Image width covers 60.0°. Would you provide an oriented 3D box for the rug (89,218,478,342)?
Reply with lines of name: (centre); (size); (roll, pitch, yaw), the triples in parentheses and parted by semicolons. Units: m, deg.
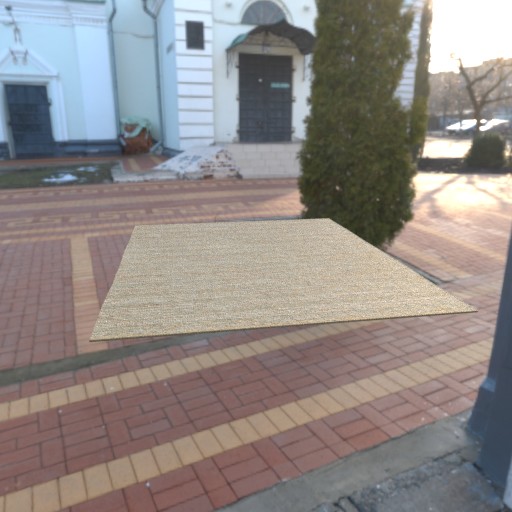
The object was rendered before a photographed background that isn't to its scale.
rug: (0.000, 0.000, 4.155); (2.471, 0.012, 3.034); (-3, 17, -9)
